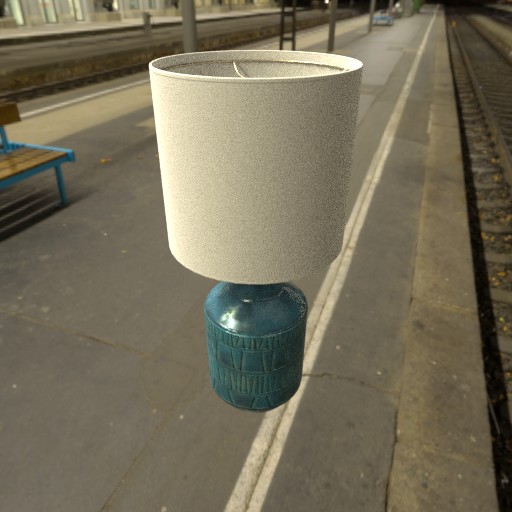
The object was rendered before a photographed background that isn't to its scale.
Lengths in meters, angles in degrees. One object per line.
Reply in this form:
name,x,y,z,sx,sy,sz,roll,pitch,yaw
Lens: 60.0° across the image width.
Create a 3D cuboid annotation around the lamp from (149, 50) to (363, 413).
lamp,0.000,0.000,0.561,0.211,0.455,0.211,-1,30,-1
